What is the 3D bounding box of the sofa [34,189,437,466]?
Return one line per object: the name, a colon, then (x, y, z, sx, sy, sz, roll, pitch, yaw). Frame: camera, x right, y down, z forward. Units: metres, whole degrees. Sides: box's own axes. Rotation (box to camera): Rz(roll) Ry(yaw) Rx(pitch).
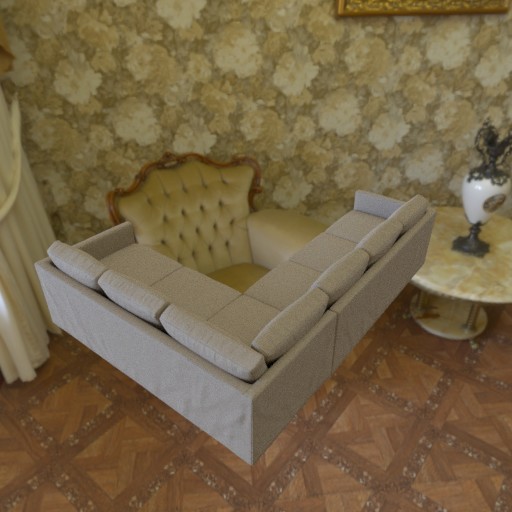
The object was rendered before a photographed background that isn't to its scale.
sofa: (0.000, 0.000, 4.403, 2.432, 0.871, 3.182, 22, 39, 31)
